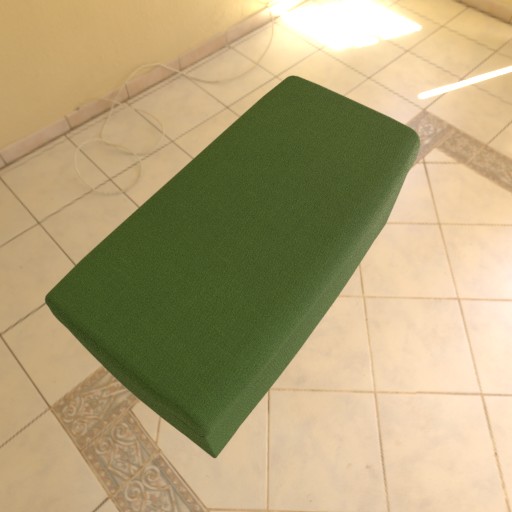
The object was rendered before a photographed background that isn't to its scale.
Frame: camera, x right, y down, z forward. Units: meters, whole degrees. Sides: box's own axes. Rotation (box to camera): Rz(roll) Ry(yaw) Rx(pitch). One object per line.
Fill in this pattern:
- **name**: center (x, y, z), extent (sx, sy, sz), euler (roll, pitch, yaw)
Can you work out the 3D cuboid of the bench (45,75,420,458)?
- **bench**: center (0.000, 0.000, 1.290), extent (0.505, 0.501, 0.989), euler (32, 64, 18)
